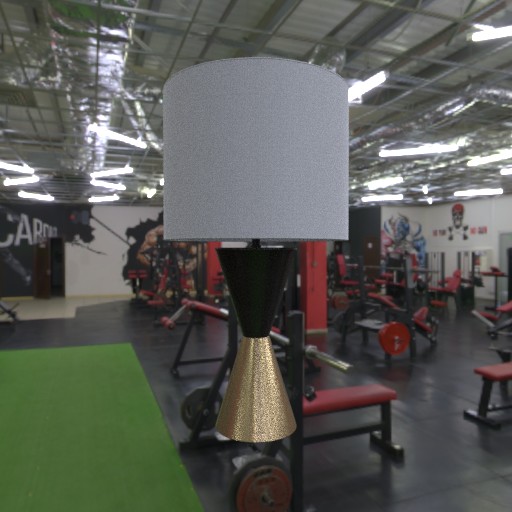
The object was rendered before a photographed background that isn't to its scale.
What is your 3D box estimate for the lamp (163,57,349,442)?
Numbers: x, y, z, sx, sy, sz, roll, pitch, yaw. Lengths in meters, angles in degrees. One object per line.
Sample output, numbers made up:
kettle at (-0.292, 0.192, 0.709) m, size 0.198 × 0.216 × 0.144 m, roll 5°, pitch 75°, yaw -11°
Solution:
lamp at (0.000, 0.000, 0.746) m, size 0.304 × 0.573 × 0.304 m, roll 0°, pitch 1°, yaw -18°
